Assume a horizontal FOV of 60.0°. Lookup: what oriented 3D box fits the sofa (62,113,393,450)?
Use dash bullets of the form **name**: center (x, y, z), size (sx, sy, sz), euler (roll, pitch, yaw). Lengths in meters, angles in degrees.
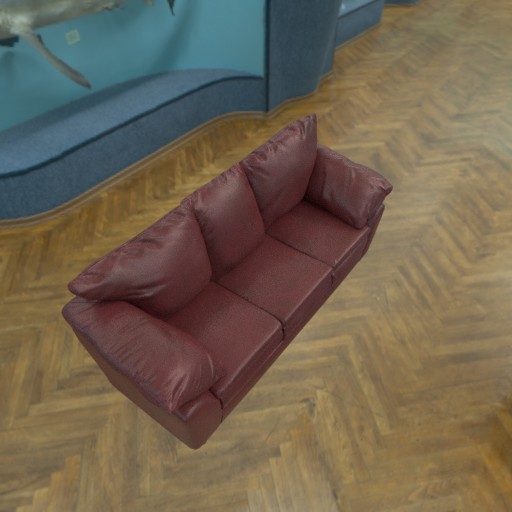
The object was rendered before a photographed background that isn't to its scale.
- **sofa**: center (0.000, 0.000, 2.928), size (0.907, 1.091, 2.390), euler (27, 49, 26)
